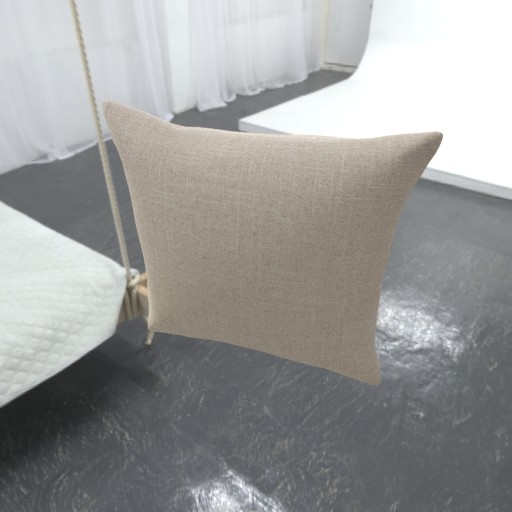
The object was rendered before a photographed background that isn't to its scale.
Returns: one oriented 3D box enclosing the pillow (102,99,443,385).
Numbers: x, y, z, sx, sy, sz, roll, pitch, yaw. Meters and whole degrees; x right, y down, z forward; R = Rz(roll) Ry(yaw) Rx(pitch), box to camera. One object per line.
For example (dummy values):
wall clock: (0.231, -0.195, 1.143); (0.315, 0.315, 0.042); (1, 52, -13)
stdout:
pillow: (0.000, 0.000, 0.627); (0.414, 0.399, 0.173); (10, 35, 15)
